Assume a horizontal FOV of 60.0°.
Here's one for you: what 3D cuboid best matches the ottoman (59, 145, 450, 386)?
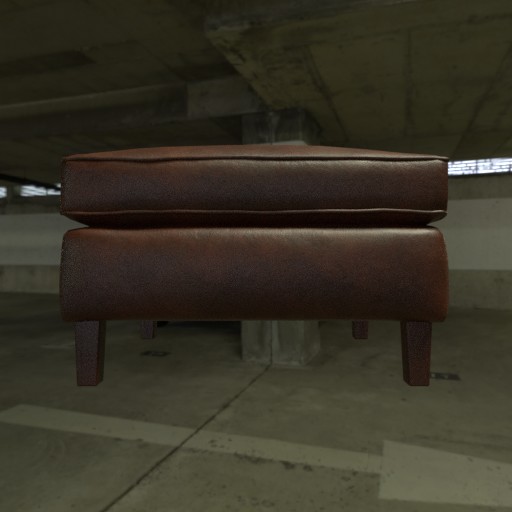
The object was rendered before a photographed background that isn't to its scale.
[{"bbox_3d":[0.000,0.000,0.953,0.665,0.432,0.501,0,0,0],"label":"ottoman"}]
